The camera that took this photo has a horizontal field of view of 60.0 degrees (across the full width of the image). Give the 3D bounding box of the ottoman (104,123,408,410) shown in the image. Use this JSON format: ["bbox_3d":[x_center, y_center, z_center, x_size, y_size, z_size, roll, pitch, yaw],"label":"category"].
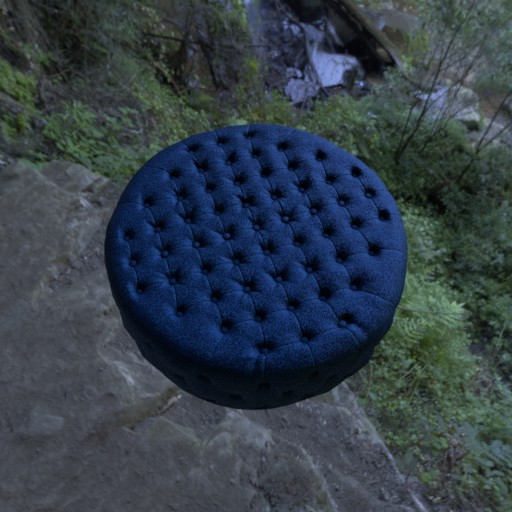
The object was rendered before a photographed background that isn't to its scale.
[{"bbox_3d":[0.000,0.000,1.558,0.998,0.398,0.998,0,58,0],"label":"ottoman"}]
